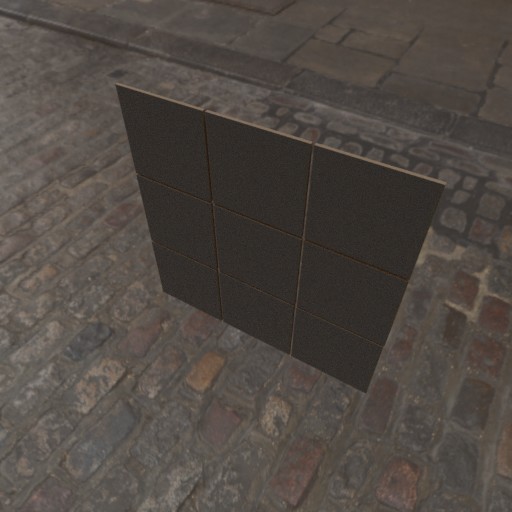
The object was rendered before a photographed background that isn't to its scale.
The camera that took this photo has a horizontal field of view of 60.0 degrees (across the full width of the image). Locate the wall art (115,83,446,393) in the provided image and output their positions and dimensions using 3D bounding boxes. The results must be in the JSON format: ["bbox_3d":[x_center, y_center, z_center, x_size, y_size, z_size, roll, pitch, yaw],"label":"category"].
[{"bbox_3d":[0.000,0.000,2.350,1.527,1.521,0.017,23,50,21],"label":"wall art"}]
